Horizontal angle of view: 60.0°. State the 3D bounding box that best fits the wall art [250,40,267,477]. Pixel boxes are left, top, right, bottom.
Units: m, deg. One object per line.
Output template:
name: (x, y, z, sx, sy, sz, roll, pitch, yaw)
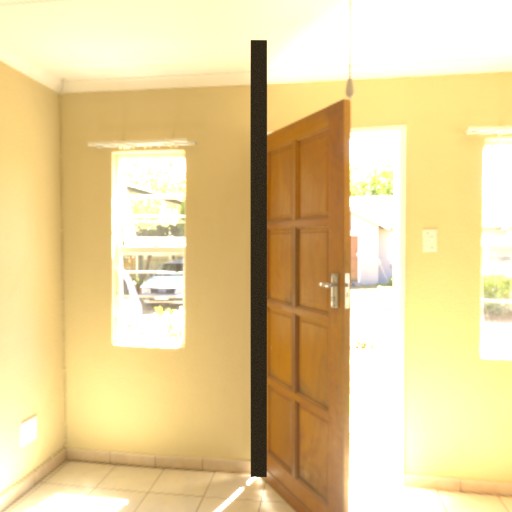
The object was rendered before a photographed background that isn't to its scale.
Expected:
wall art: (0.000, 0.000, 1.536, 0.038, 1.016, 1.016, 0, 1, -1)
